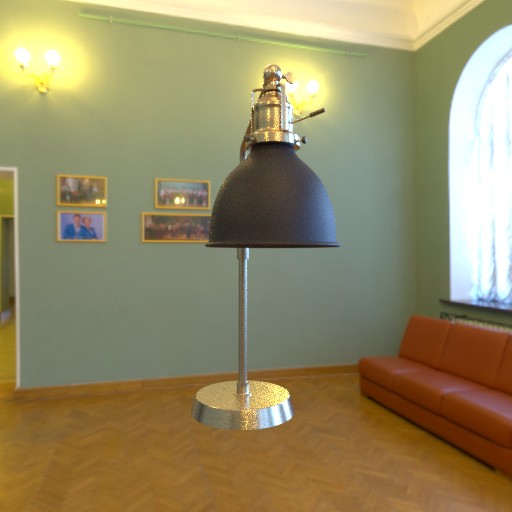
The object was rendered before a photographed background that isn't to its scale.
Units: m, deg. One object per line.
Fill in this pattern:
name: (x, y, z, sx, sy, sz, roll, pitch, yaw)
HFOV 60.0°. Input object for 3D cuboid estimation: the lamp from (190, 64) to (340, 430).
lamp: (0.000, 0.000, 0.592, 0.160, 0.456, 0.291, 0, 0, -17)
